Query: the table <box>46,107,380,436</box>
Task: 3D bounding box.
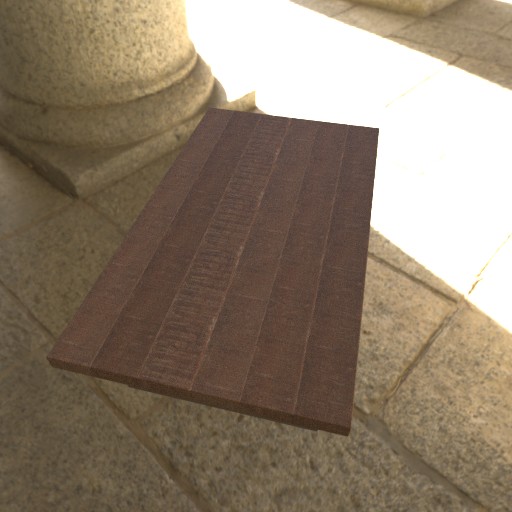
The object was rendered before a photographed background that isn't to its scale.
[{"bbox_3d":[0.000,0.000,1.734,0.800,0.440,1.400,10,47,9],"label":"table"}]
